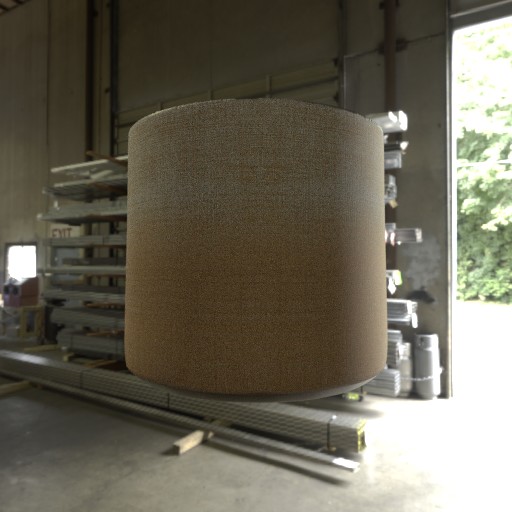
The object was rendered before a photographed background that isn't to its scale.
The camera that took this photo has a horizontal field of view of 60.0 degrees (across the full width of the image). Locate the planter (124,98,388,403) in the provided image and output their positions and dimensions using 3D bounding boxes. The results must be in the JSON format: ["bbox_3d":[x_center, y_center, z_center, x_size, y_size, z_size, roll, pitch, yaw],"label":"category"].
[{"bbox_3d":[0.000,0.000,0.389,0.221,0.201,0.221,0,-1,0],"label":"planter"}]
